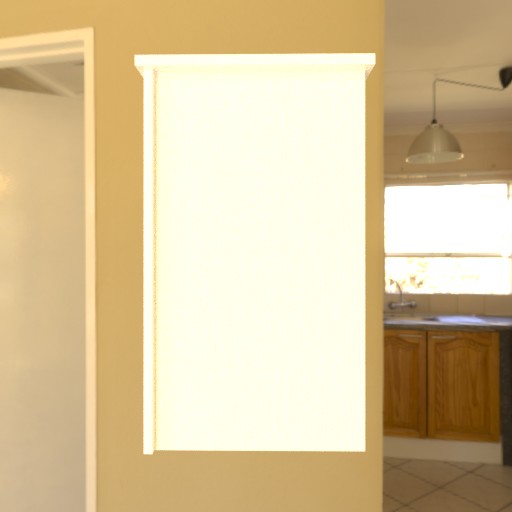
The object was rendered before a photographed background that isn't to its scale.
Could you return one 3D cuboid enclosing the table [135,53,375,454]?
[{"bbox_3d":[0.000,0.000,0.937,0.381,0.635,0.480,0,0,1],"label":"table"}]
